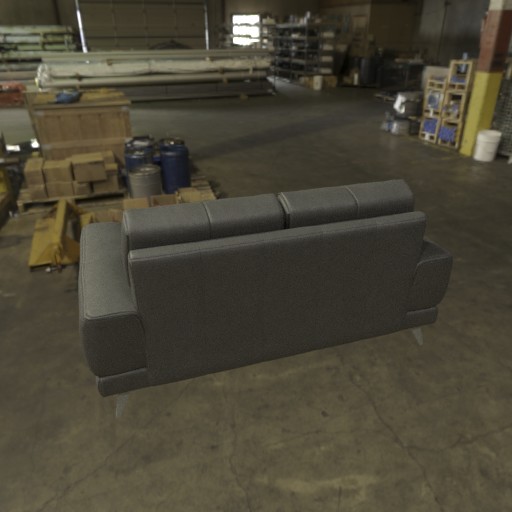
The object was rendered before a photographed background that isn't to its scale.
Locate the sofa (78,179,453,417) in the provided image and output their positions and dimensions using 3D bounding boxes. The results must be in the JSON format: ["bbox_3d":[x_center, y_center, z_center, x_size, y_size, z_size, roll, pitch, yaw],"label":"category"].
[{"bbox_3d":[0.000,0.000,2.406,1.806,0.907,1.018,-9,28,-17],"label":"sofa"}]
